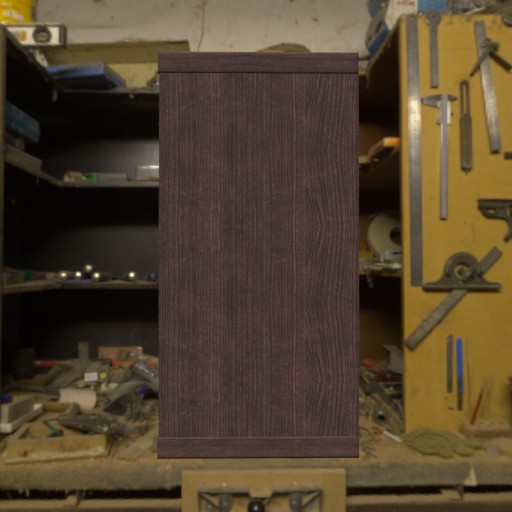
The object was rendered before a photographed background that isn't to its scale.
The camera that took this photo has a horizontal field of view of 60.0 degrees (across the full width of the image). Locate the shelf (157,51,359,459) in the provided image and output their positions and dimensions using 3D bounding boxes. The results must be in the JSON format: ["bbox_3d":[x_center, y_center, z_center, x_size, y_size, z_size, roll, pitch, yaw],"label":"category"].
[{"bbox_3d":[0.000,0.000,1.252,0.390,0.786,0.790,0,0,-1],"label":"shelf"}]
